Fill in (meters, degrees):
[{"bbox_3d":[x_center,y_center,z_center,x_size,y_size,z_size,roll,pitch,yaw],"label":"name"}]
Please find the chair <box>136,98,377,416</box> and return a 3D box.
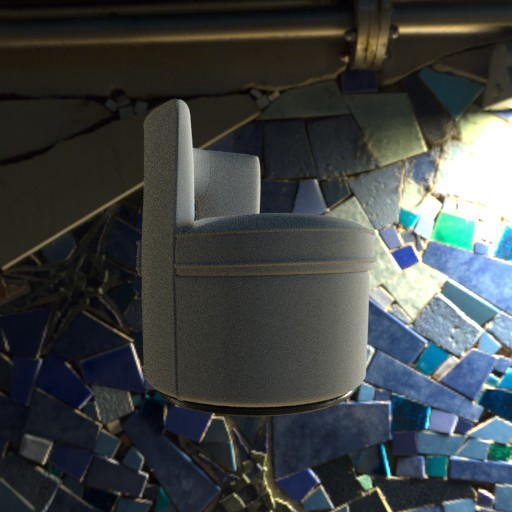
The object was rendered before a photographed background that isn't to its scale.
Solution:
[{"bbox_3d":[0.000,0.000,1.262,0.665,0.723,0.650,0,-1,18],"label":"chair"}]
